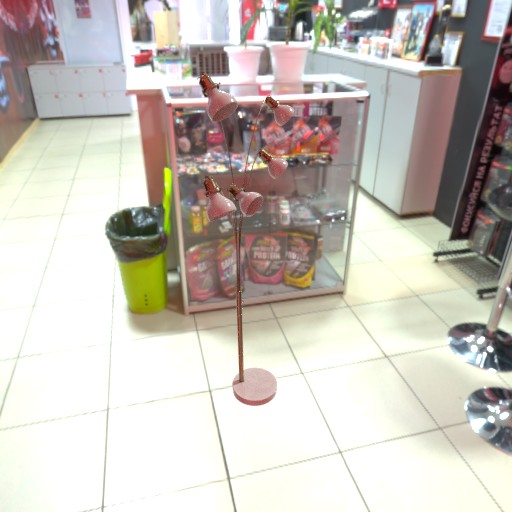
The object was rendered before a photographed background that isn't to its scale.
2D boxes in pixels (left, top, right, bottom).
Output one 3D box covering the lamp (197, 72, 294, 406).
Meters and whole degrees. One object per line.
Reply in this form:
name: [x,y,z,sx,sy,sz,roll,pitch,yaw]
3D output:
lamp: [0.000,0.000,3.007,0.361,2.423,1.405,9,31,16]
